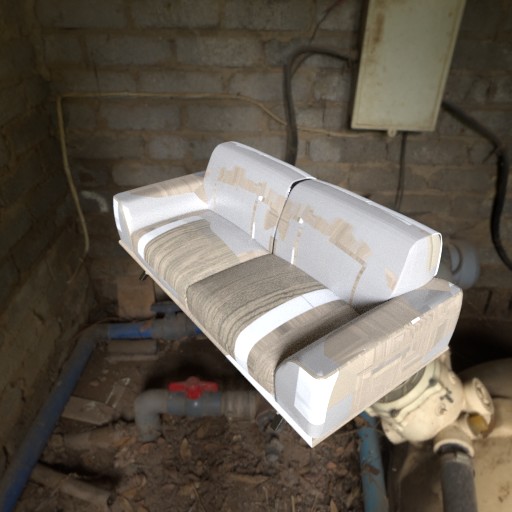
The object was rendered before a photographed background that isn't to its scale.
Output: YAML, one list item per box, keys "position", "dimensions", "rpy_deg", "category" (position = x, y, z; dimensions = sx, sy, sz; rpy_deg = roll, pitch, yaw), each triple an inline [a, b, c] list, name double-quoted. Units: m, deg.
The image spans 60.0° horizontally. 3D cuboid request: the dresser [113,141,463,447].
- position: [0.000, 0.000, 5.938]
  dimensions: [2.251, 1.863, 4.679]
  rpy_deg: [-22, 38, -30]
  category: "dresser"
